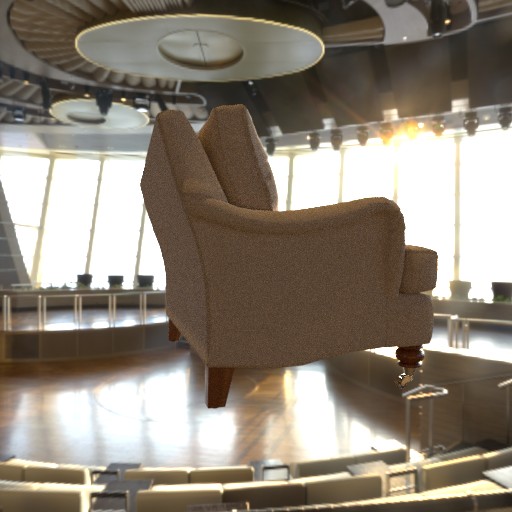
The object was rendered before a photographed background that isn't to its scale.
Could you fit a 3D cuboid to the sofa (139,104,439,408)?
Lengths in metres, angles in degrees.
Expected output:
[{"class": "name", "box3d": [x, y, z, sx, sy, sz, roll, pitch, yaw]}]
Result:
[{"class": "sofa", "box3d": [0.000, 0.000, 2.235, 1.087, 1.048, 1.508, 0, 0, -17]}]
